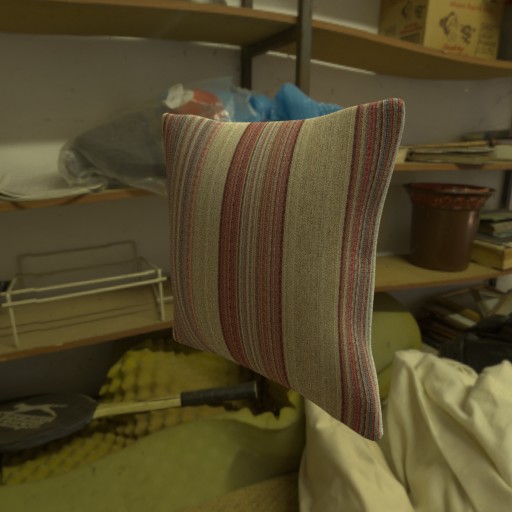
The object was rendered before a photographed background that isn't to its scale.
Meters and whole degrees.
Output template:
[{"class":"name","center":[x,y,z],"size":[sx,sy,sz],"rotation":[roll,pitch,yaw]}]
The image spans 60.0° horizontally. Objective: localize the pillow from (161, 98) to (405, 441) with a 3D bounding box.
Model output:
[{"class":"pillow","center":[0.000,0.000,0.655],"size":[0.437,0.419,0.136],"rotation":[14,20,42]}]
